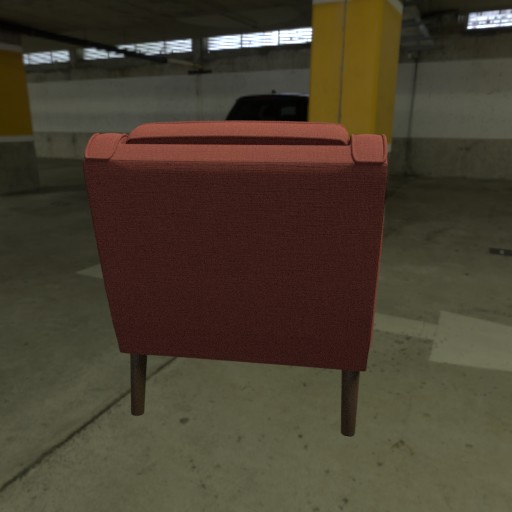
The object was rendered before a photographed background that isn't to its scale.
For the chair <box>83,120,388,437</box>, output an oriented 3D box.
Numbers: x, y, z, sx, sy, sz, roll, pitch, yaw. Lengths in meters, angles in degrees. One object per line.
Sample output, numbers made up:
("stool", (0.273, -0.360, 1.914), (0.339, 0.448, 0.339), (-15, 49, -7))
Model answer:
("chair", (0.000, 0.000, 1.392), (0.680, 0.812, 0.770), (2, 17, 8))
